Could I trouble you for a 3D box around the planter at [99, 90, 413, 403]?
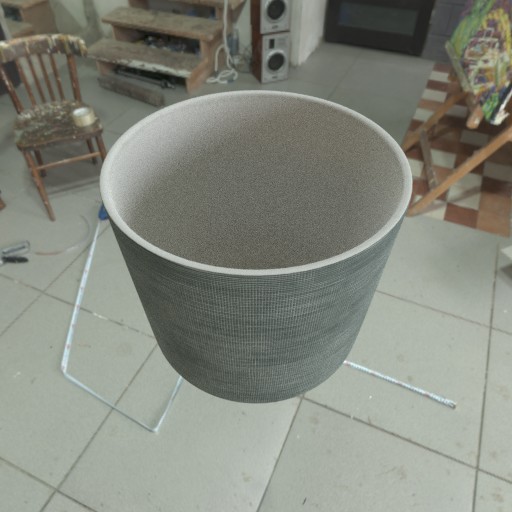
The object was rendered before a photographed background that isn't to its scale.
[{"bbox_3d":[0.000,0.000,0.783,0.440,0.398,0.440,0,46,0],"label":"planter"}]
